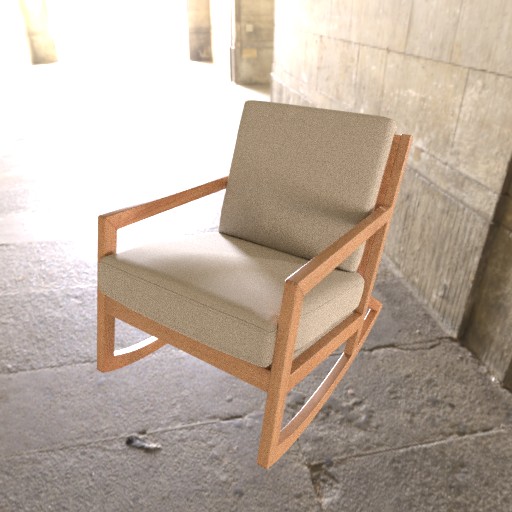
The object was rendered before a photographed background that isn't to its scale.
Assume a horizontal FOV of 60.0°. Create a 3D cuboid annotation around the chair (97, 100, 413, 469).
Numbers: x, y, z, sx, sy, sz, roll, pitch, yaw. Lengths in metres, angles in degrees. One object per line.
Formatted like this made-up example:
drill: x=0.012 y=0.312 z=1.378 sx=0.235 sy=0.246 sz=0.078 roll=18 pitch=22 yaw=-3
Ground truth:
chair: x=0.000 y=0.000 z=1.390 sx=0.622 sy=0.790 sz=0.857 roll=18 pitch=35 yaw=28
